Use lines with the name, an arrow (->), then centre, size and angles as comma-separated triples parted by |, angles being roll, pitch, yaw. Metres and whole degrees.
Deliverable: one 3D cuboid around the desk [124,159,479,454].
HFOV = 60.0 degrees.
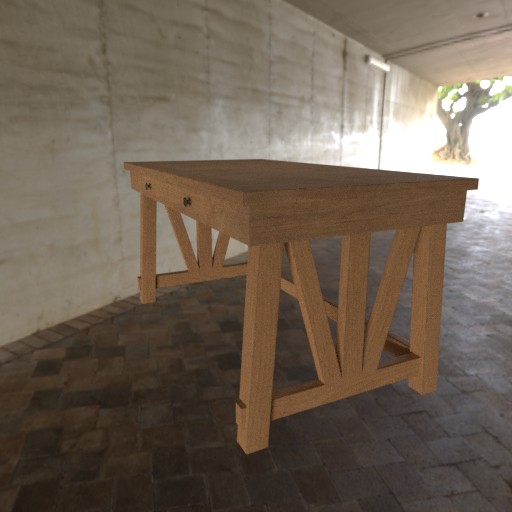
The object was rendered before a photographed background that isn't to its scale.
desk -> 0.000, 0.000, 1.955 | 0.813, 0.762, 1.499 | -7, 16, -25
